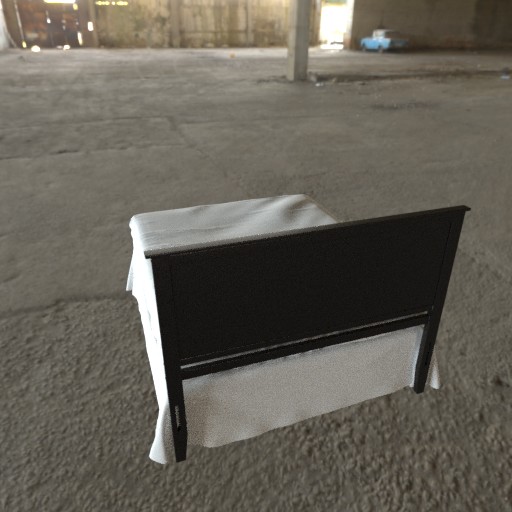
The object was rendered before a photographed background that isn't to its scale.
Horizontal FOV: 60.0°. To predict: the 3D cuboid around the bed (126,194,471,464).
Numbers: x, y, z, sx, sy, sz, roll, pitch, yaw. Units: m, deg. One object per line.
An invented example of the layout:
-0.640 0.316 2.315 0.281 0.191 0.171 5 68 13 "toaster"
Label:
0.000 0.000 3.185 1.870 1.270 2.050 -9 29 -17 "bed"
